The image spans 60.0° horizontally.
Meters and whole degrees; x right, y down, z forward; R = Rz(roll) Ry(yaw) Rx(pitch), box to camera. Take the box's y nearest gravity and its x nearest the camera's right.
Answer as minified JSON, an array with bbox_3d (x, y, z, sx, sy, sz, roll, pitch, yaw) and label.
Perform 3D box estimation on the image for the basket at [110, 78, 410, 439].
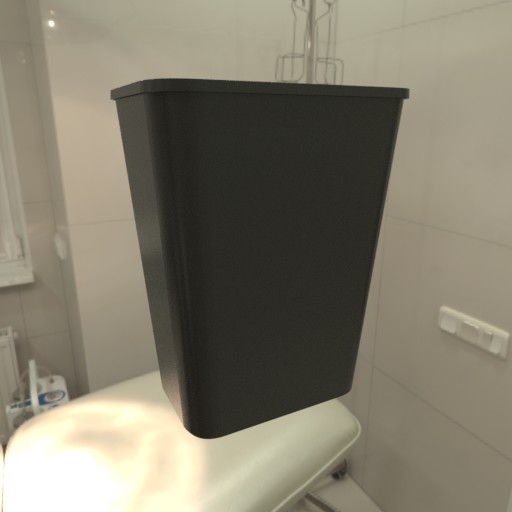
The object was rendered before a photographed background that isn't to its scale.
[{"bbox_3d":[0.000,0.000,0.742,0.394,0.521,0.287,-9,19,-26],"label":"basket"}]
